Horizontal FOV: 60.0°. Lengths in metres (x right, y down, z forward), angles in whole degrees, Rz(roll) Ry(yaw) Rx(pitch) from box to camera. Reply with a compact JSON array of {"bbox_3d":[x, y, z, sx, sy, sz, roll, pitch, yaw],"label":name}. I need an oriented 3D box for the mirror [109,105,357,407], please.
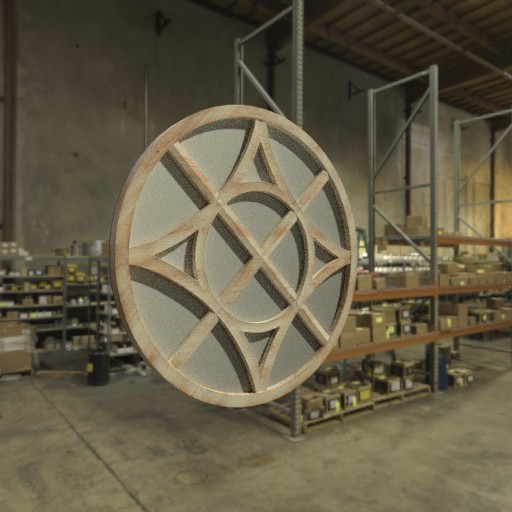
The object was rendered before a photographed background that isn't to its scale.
[{"bbox_3d":[0.000,0.000,1.078,0.710,0.710,0.038,0,-1,-38],"label":"mirror"}]
